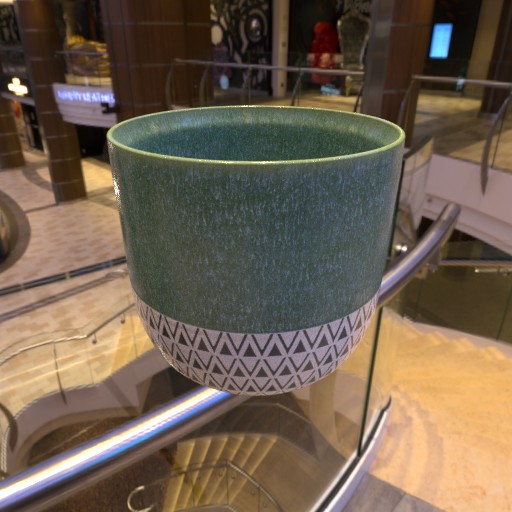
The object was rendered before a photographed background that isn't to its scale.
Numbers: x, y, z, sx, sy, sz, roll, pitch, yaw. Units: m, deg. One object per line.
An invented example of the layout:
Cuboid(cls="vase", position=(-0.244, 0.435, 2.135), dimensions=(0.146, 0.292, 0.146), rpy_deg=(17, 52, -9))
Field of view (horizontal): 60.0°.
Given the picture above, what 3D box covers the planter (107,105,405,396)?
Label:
Cuboid(cls="planter", position=(0.000, 0.000, 0.471), dimensions=(0.266, 0.270, 0.266), rpy_deg=(0, 26, 0))
